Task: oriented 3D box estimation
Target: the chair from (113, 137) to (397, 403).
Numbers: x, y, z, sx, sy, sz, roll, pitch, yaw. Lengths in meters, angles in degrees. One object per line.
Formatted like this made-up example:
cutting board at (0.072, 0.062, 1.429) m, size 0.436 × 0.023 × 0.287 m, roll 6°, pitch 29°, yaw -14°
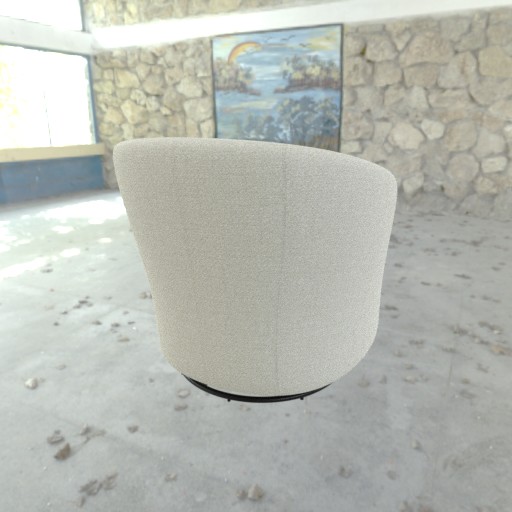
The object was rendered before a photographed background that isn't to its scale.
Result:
chair at (0.000, 0.000, 1.454) m, size 0.791 × 0.771 × 0.815 m, roll 9°, pitch 19°, yaw 26°
